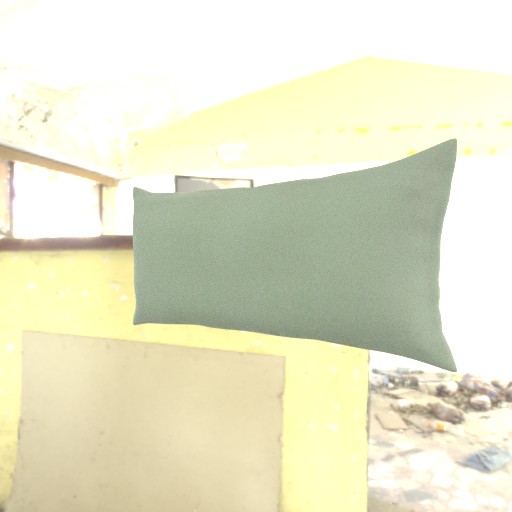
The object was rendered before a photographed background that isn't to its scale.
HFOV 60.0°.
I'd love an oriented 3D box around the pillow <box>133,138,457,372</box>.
[{"bbox_3d":[0.000,0.000,0.721,0.610,0.287,0.151,0,0,36],"label":"pillow"}]
